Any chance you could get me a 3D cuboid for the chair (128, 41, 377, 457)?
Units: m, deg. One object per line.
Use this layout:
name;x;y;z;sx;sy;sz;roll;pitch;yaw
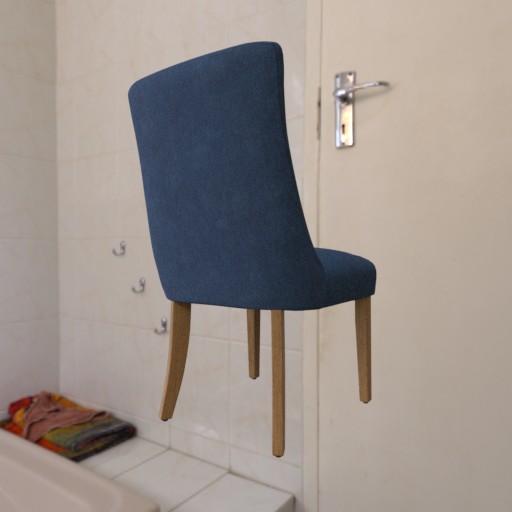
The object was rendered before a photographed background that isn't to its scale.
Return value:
chair;0.000;0.000;1.248;0.495;0.902;0.609;1;1;36
